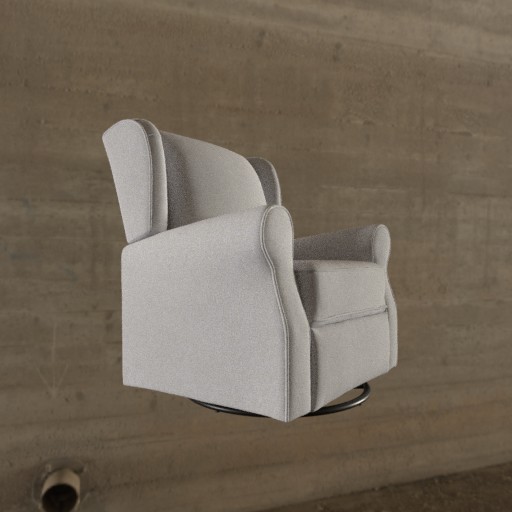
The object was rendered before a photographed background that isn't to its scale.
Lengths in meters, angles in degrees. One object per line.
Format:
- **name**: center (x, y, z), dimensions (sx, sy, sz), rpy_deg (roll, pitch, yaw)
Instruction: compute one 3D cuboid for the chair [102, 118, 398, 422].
- **chair**: center (0.000, 0.000, 1.682), dimensions (0.854, 0.967, 0.906), rpy_deg (-1, -2, 37)
